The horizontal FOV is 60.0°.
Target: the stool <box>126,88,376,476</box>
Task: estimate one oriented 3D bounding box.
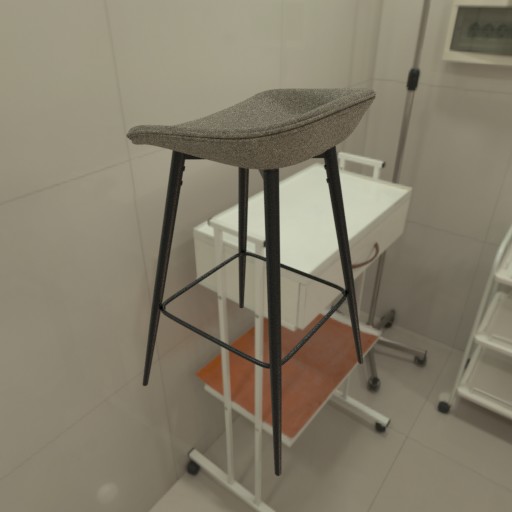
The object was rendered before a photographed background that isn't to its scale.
[{"bbox_3d":[0.000,0.000,1.114,0.480,0.814,0.469,21,37,31],"label":"stool"}]
